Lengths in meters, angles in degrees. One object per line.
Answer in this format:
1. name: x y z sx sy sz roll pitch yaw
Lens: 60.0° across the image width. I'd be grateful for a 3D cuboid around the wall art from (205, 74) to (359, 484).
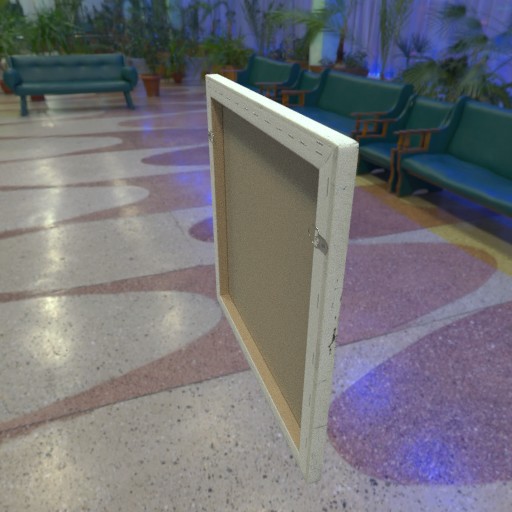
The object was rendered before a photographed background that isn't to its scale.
1. wall art: 0.000 0.000 1.112 0.038 0.762 0.762 -10 31 -17
